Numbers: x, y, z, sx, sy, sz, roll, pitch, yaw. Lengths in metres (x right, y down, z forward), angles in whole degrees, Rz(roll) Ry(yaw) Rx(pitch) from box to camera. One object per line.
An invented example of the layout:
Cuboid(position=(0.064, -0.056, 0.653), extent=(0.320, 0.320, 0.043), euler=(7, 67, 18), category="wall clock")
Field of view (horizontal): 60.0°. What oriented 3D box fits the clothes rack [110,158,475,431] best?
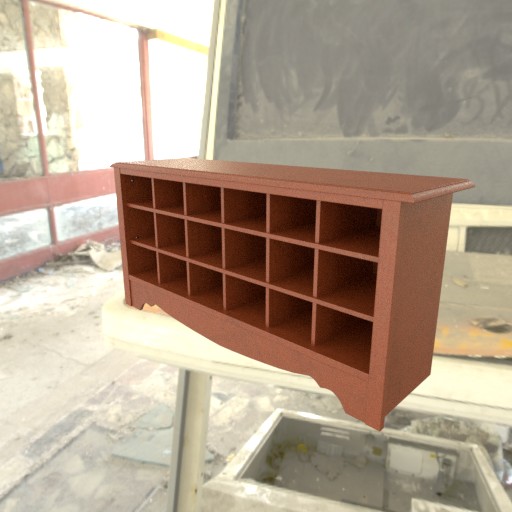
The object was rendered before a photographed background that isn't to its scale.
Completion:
Cuboid(position=(0.000, 0.000, 1.536), extent=(1.251, 0.594, 0.362), euler=(15, 22, 42), category="clothes rack")
